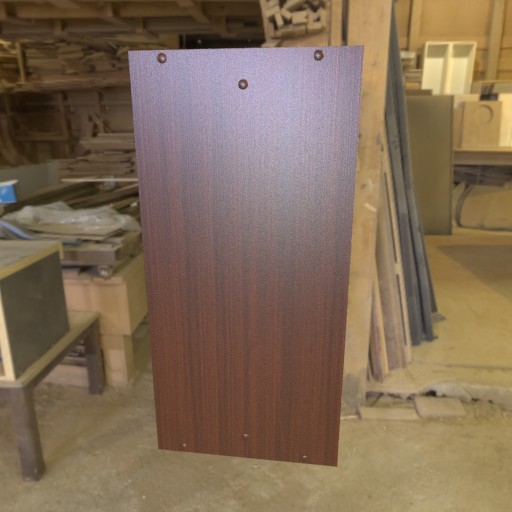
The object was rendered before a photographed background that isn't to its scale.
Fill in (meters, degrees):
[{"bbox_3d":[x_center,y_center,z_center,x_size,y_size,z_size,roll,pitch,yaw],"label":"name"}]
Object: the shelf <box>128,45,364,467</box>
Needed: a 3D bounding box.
[{"bbox_3d":[0.000,0.000,0.742,0.290,0.600,0.253,2,17,7],"label":"shelf"}]
